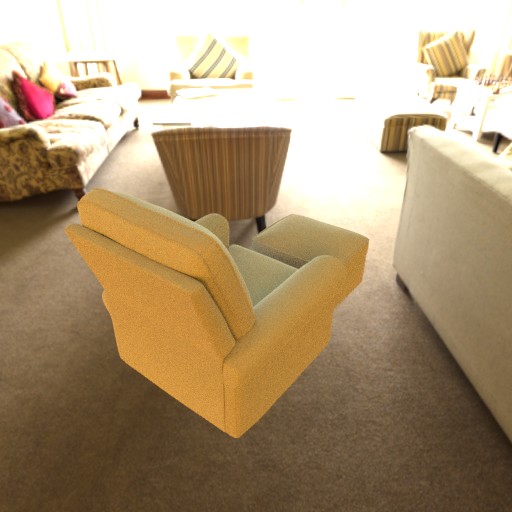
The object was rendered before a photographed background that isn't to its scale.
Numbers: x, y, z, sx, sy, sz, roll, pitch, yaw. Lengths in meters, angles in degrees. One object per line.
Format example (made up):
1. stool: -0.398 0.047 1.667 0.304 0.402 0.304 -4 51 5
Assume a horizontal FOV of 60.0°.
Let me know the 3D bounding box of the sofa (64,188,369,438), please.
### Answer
1. sofa: 0.000 0.000 2.152 0.880 0.959 1.478 22 38 32
